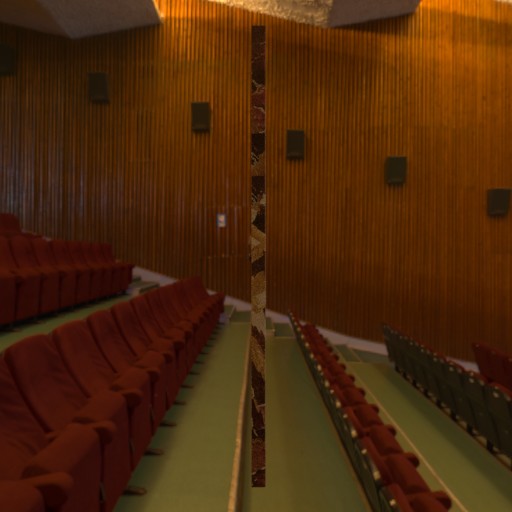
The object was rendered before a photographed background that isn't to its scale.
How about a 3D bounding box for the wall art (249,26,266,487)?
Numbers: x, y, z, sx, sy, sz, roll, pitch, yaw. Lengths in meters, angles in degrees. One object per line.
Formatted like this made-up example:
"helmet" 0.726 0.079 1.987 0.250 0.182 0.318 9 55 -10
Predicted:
"wall art" 0.000 0.000 1.109 0.028 0.762 0.757 0 0 0
